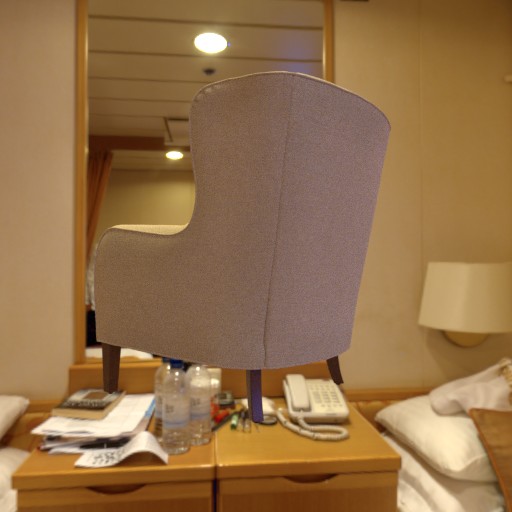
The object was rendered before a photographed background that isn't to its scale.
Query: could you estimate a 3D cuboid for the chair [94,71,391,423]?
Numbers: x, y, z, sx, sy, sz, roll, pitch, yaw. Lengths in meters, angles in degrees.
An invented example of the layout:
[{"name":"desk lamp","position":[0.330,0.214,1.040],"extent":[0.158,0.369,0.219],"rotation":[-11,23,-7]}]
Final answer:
[{"name":"chair","position":[0.000,0.000,1.724],"extent":[0.966,1.040,0.838],"rotation":[-1,-1,37]}]
